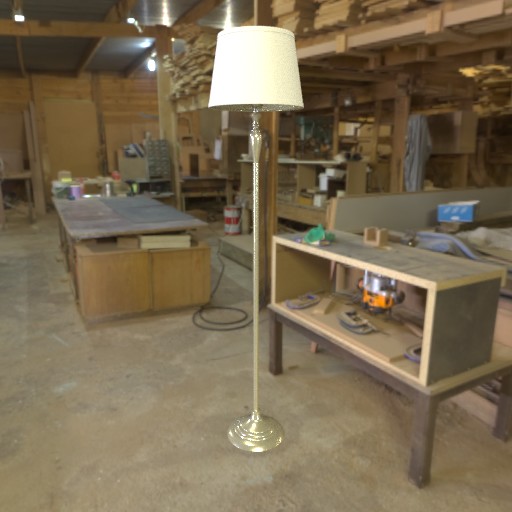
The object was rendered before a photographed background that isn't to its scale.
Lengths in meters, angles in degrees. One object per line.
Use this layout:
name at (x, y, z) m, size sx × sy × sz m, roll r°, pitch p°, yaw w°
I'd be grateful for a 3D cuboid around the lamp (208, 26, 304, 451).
lamp at (0.000, 0.000, 1.653) m, size 0.327 × 1.506 × 0.327 m, roll -7°, pitch 16°, yaw -27°
